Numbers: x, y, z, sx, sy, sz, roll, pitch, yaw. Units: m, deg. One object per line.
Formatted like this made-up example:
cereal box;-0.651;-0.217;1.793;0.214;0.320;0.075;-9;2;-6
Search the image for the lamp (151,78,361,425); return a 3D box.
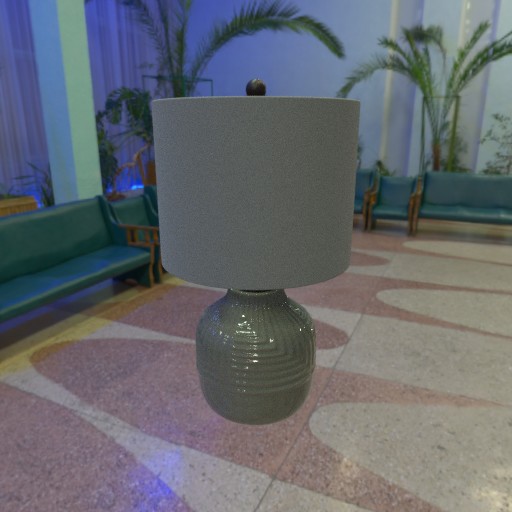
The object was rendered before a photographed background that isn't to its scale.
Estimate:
lamp;0.000;0.000;0.761;0.318;0.567;0.318;0;17;0
